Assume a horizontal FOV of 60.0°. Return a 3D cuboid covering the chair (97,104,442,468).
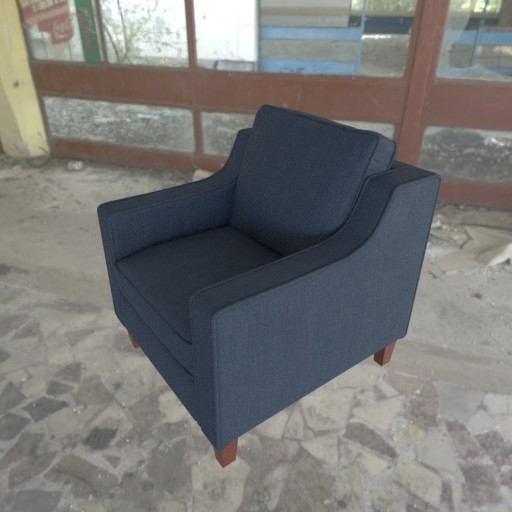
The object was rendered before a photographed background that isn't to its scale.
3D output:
[{"bbox_3d":[0.000,0.000,1.665,0.909,0.960,0.831,-20,36,-31],"label":"chair"}]
